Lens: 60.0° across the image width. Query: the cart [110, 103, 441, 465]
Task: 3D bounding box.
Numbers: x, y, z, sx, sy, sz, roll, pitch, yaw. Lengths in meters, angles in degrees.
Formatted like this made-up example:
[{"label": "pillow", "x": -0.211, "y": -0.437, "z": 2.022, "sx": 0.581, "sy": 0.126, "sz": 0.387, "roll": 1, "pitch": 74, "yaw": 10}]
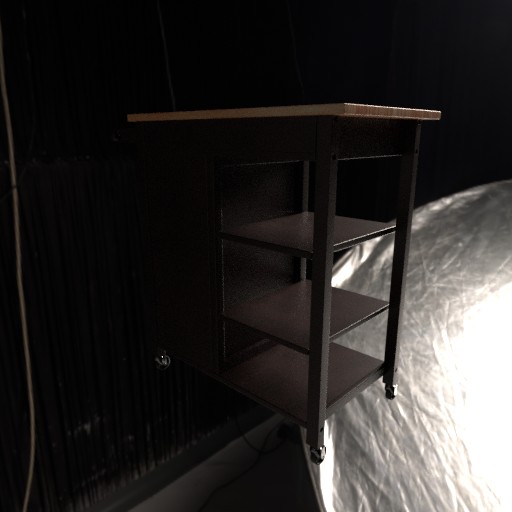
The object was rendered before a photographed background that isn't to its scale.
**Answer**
[{"label": "cart", "x": 0.000, "y": 0.000, "z": 1.437, "sx": 0.914, "sy": 0.878, "sz": 0.472, "roll": 14, "pitch": 21, "yaw": 42}]
